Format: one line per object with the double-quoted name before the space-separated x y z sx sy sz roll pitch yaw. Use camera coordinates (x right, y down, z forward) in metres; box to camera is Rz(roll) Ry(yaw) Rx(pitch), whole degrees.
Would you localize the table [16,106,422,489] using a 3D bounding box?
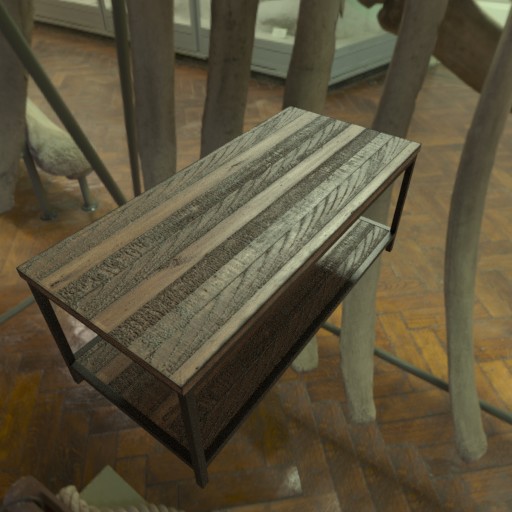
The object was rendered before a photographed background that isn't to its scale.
"table" 0.000 0.000 1.207 0.452 0.399 0.990 26 47 27
